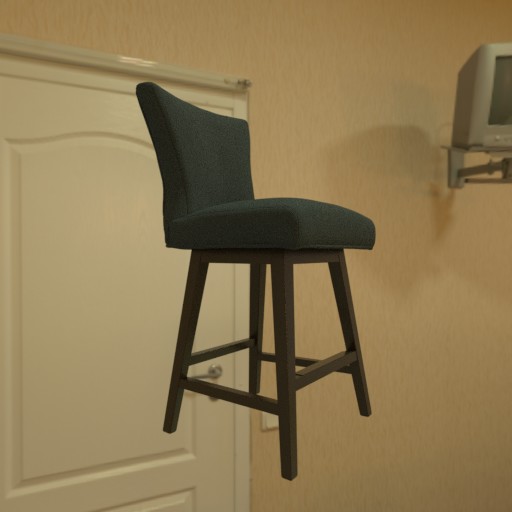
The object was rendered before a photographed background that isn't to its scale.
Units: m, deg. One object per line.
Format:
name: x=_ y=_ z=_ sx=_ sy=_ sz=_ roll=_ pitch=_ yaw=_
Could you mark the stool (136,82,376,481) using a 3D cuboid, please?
stool: x=0.000 y=0.000 z=1.338 sx=0.574 sy=1.000 sz=0.514 roll=0 pitch=1 yaw=35
